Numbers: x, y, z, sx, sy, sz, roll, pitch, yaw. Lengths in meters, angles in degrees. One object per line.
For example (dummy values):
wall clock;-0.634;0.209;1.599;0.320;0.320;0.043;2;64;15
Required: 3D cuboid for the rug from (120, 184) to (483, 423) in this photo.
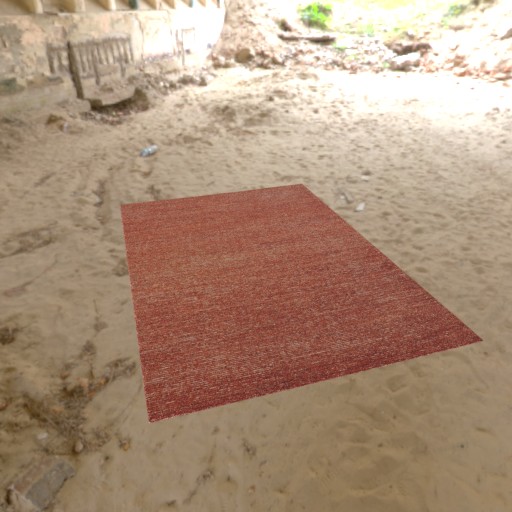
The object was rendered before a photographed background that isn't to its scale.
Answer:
rug;0.000;0.000;5.039;2.803;0.025;3.965;-9;31;-15
